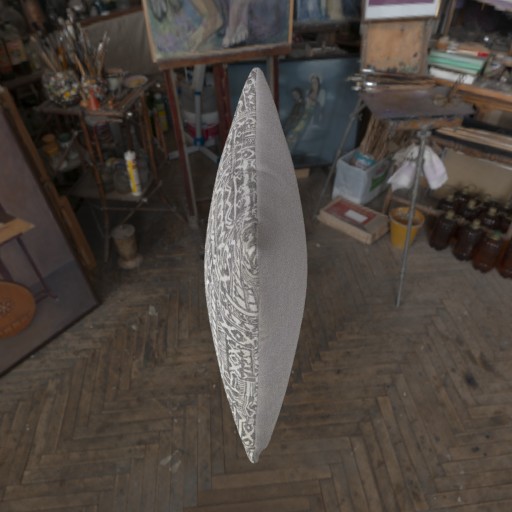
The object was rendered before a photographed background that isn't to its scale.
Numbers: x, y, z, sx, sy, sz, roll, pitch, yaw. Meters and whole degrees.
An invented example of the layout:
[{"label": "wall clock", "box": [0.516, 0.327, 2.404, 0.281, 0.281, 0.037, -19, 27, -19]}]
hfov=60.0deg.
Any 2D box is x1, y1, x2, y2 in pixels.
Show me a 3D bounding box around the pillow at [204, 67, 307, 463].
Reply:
[{"label": "pillow", "box": [0.000, 0.000, 0.803, 0.180, 0.487, 0.546, 0, 42, 0]}]
